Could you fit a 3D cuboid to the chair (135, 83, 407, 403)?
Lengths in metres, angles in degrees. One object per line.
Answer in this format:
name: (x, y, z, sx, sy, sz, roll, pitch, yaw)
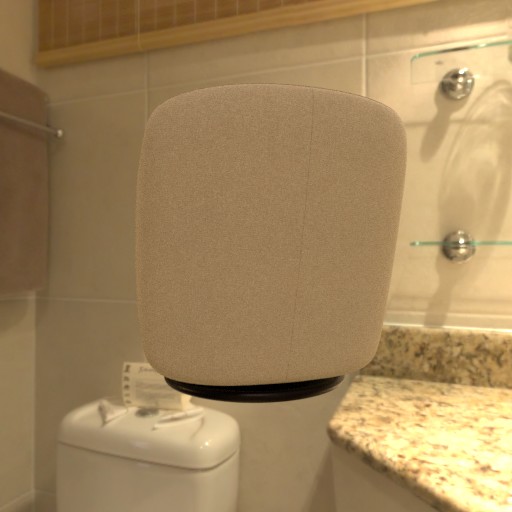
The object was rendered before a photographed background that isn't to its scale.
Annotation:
chair: (0.000, 0.000, 1.580, 0.822, 0.861, 0.986, 0, -1, -17)
